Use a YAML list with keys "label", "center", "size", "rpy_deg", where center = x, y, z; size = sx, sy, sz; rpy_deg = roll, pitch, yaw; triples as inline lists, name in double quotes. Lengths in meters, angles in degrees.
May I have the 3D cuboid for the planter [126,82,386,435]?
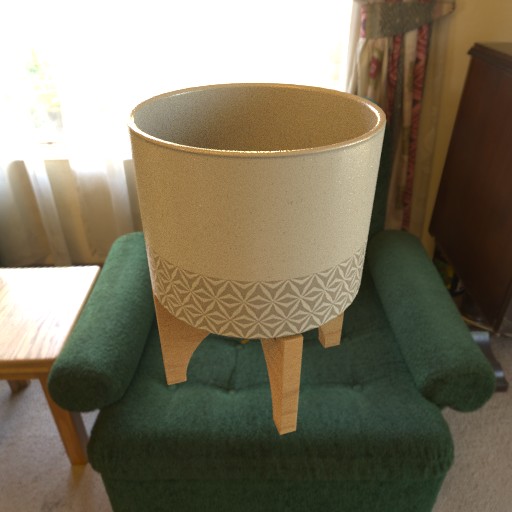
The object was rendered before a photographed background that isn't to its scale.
- label: "planter"
  center: [0.000, 0.000, 0.528]
  size: [0.249, 0.343, 0.249]
  rpy_deg: [0, 33, 0]
